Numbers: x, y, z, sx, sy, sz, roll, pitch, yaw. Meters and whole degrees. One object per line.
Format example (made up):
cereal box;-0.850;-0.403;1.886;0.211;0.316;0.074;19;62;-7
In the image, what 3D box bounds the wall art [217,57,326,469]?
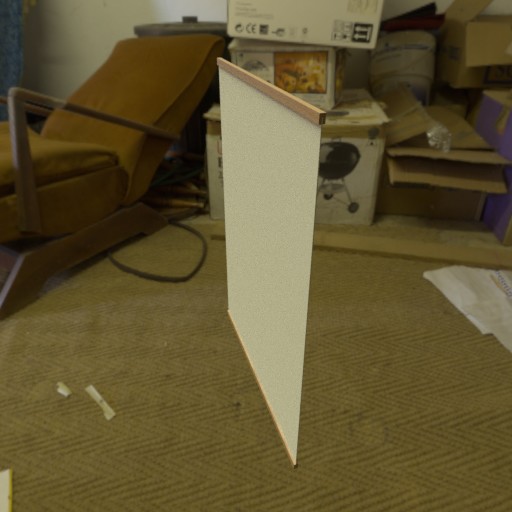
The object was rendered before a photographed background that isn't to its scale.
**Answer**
wall art;0.000;0.000;1.343;0.013;1.016;0.758;-9;32;-15
